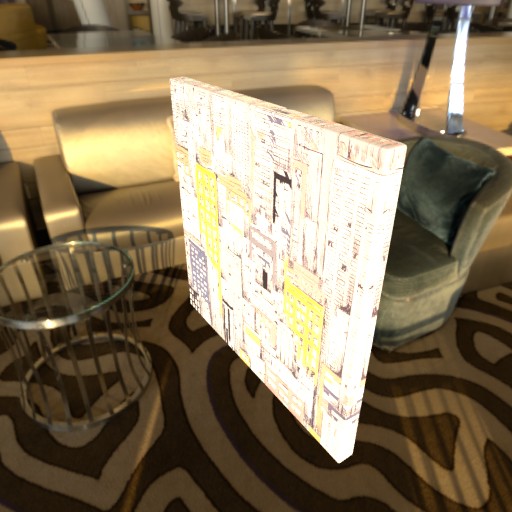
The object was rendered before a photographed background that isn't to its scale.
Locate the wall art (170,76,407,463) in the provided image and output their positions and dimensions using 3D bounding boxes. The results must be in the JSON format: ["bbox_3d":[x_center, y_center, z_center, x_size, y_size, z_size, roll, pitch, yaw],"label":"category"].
[{"bbox_3d":[0.000,0.000,0.906,0.038,0.608,0.607,-20,36,-29],"label":"wall art"}]
